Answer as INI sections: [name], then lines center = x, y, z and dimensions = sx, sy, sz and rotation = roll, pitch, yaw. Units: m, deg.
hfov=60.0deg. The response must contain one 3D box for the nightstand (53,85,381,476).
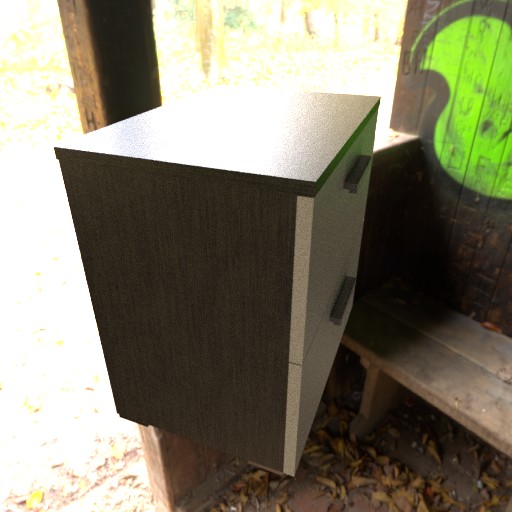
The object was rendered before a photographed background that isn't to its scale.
[nightstand]
center = 0.000, 0.000, 0.748
dimensions = 0.325, 0.460, 0.441
rotation = 11, 32, 18
